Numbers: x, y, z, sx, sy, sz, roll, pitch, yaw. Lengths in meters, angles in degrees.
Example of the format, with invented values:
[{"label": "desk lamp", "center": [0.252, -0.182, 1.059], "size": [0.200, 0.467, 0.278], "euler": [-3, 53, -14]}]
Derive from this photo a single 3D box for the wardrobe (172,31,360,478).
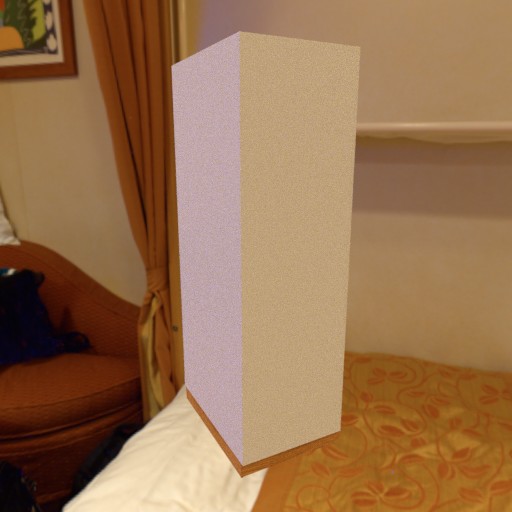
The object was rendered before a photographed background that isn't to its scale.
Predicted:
[{"label": "wardrobe", "center": [0.000, 0.000, 2.457], "size": [0.600, 2.040, 0.860], "euler": [-7, 16, -27]}]
